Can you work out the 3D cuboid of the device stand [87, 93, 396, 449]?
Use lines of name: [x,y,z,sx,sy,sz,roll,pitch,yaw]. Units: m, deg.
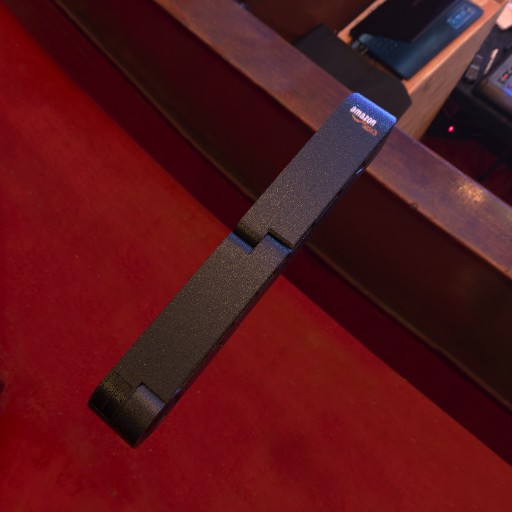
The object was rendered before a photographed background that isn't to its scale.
device stand: [0.000,0.000,0.192,0.026,0.030,0.179,38,77,10]
